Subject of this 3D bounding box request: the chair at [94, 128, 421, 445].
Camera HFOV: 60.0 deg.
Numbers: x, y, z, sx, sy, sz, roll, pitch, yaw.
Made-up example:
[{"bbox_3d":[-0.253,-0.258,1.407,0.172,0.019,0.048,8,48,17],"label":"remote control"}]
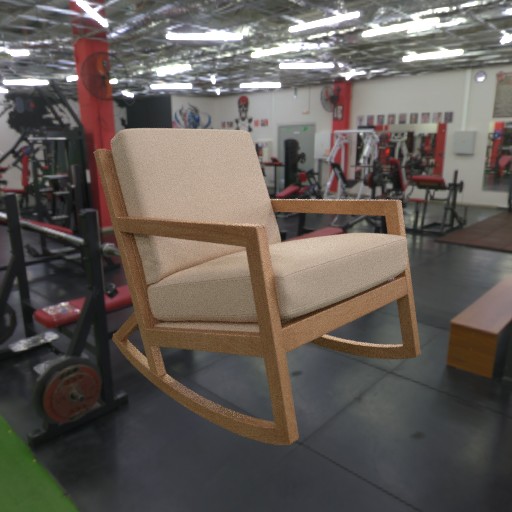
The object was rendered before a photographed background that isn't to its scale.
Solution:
[{"bbox_3d":[0.000,0.000,1.416,0.622,0.790,0.857,-14,20,-42],"label":"chair"}]
